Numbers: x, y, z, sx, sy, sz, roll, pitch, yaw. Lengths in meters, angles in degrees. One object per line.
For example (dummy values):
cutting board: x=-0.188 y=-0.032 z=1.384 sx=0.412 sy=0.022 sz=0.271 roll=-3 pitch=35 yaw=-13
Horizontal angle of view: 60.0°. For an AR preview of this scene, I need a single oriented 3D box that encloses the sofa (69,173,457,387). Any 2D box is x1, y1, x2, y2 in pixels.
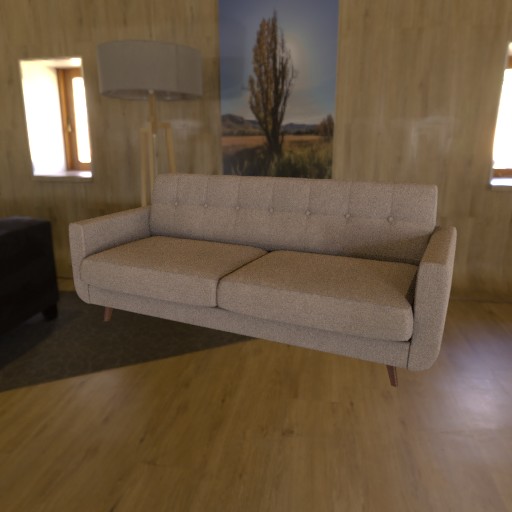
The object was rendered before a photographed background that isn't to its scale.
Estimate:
sofa: x=0.000 y=0.000 z=2.508 sx=2.029 sy=0.841 sz=0.909 roll=7 pitch=16 yaw=25
